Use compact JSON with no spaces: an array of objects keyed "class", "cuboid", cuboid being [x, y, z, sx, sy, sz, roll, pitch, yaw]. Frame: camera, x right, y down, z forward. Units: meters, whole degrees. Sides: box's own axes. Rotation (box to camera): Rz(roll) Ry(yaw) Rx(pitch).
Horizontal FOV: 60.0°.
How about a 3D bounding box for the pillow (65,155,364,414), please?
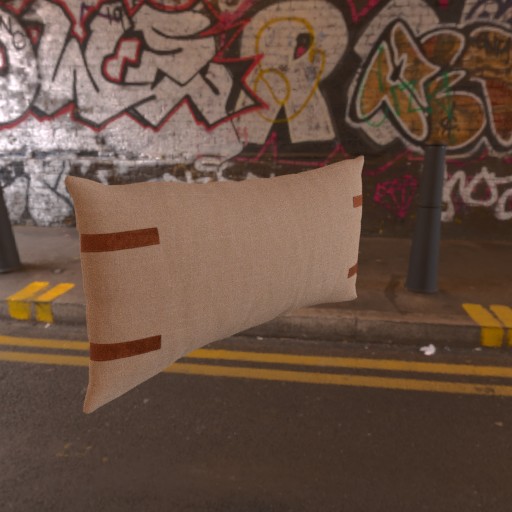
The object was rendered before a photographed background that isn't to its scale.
[{"class":"pillow","cuboid":[0.000,0.000,0.734,0.612,0.308,0.148,-14,20,-42]}]
